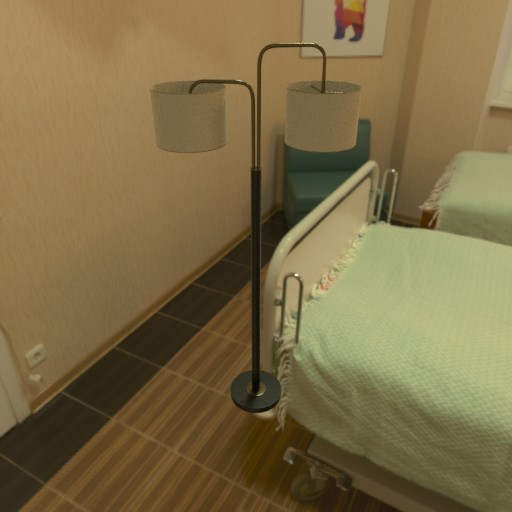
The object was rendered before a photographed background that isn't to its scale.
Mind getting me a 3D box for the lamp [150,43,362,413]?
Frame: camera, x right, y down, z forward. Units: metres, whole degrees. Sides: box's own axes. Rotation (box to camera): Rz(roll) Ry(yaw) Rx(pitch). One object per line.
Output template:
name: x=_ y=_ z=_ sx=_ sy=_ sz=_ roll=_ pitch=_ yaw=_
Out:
lamp: x=0.000 y=0.000 z=1.826 sx=0.711 sy=1.587 sz=0.254 roll=0 pitch=30 yaw=0
